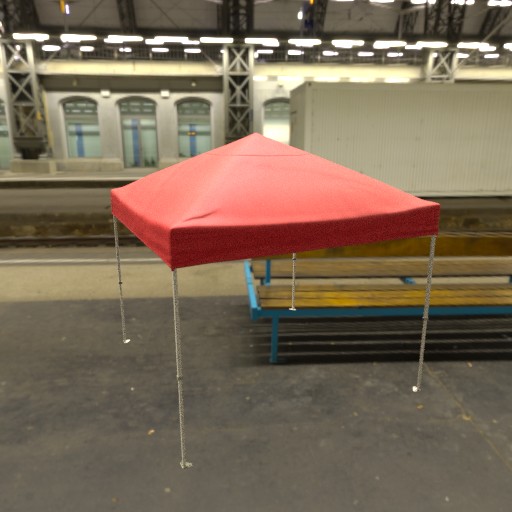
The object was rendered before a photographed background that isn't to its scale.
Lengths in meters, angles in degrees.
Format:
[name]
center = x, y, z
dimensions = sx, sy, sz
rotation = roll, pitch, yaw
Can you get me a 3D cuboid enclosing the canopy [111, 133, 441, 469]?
[canopy]
center = 0.000, 0.000, 5.601
dimensions = 2.998, 2.997, 2.996
rotation = -7, 17, -25
